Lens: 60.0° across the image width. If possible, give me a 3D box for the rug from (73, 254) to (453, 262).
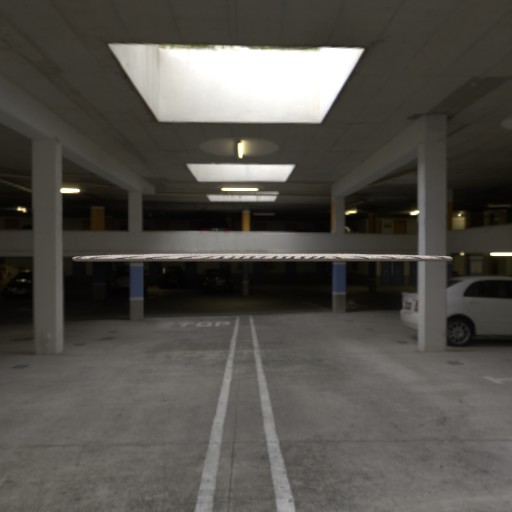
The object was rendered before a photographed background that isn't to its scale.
[{"bbox_3d":[0.000,0.000,2.346,1.237,0.019,1.842,0,1,-2],"label":"rug"}]
